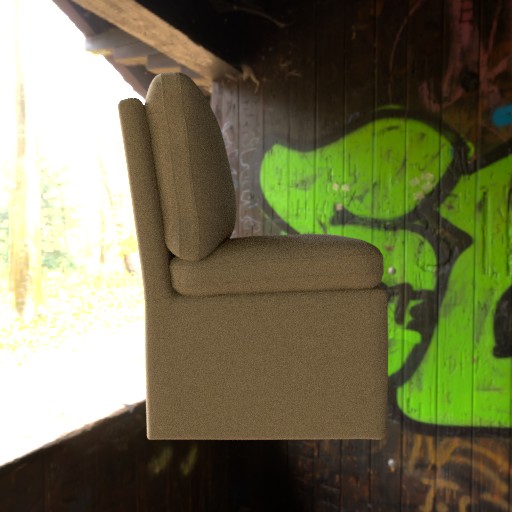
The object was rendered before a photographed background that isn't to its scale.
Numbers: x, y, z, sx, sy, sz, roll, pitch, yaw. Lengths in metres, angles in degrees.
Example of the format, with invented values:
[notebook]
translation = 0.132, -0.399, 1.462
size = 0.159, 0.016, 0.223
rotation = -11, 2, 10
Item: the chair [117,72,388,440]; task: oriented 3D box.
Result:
[chair]
translation = 0.000, 0.000, 1.338
size = 0.698, 0.927, 0.503
rotation = 0, 2, -1
